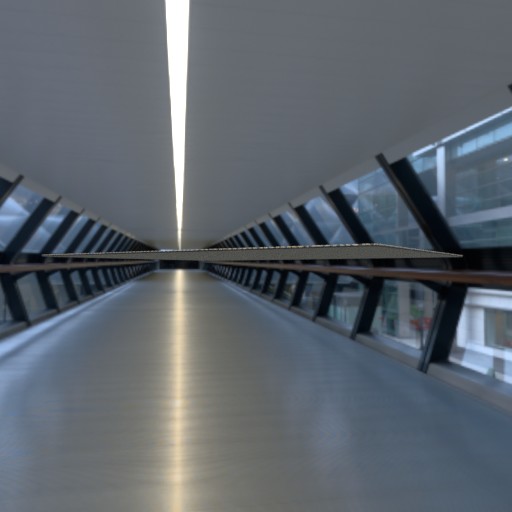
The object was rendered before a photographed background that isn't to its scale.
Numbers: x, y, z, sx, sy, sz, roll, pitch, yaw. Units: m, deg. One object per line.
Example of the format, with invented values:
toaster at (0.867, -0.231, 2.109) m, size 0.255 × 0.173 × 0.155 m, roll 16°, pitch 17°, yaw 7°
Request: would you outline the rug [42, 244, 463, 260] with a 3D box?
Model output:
rug at (0.000, 0.000, 4.199) m, size 3.207 × 0.014 × 2.439 m, roll -1°, pitch -2°, yaw 35°
